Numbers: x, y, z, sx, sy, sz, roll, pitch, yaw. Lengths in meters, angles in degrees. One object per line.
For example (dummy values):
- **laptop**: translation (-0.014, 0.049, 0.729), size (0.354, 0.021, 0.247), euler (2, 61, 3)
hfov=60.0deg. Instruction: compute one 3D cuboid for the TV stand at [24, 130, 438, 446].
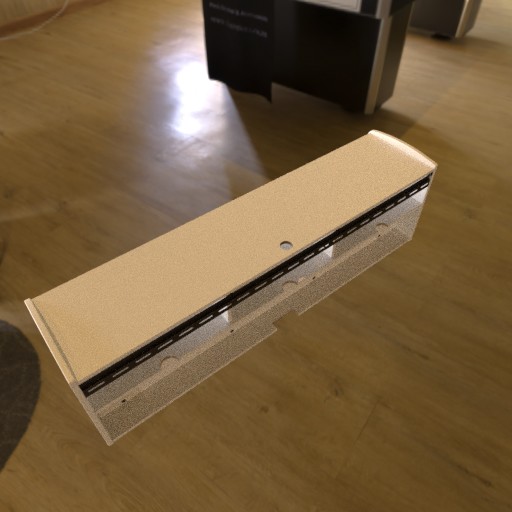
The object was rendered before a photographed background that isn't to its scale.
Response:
- **TV stand**: translation (0.000, 0.000, 1.640), size (1.473, 0.424, 0.397), euler (-30, 53, -25)
